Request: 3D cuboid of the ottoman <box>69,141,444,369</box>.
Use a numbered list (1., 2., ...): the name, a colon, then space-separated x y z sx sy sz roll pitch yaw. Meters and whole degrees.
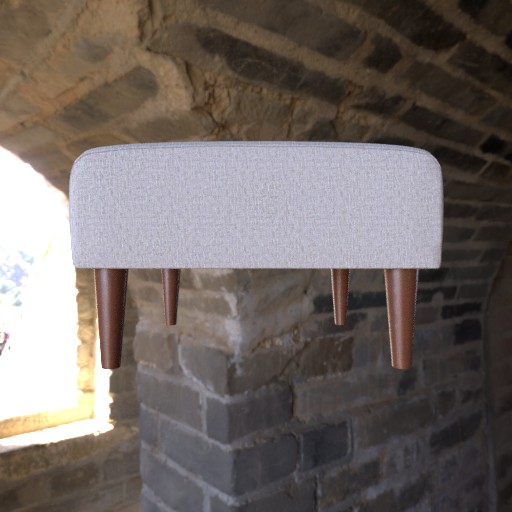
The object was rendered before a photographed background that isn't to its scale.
1. ottoman: 0.000 0.000 1.050 0.648 0.399 0.655 0 -1 0
